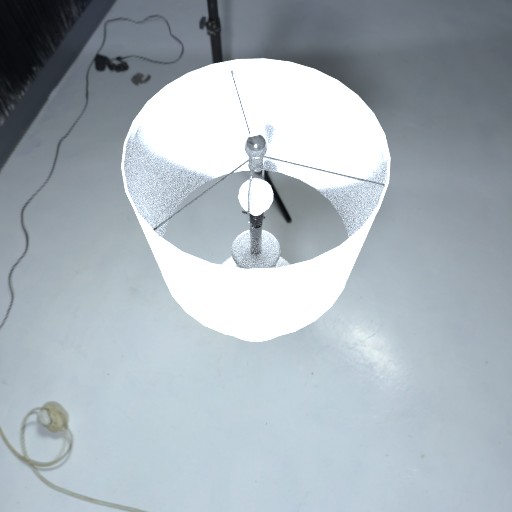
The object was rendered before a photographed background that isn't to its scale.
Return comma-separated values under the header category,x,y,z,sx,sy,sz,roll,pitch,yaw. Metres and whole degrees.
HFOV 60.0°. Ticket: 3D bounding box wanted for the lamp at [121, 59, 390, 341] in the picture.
category,x,y,z,sx,sy,sz,roll,pitch,yaw
lamp,0.000,0.000,0.868,0.357,0.673,0.357,15,64,8
